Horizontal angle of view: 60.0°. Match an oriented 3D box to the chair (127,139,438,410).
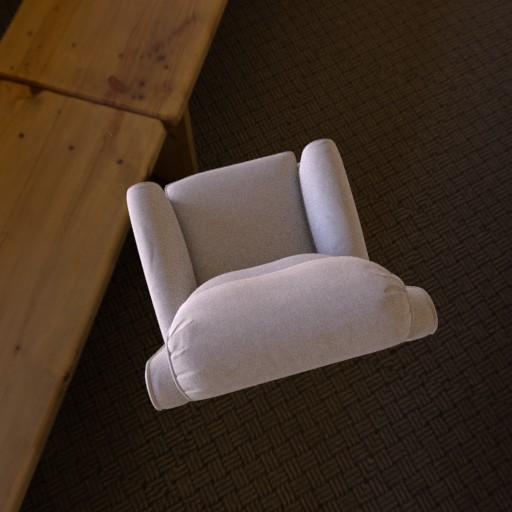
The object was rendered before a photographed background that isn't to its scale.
[{"bbox_3d":[0.000,0.000,1.700,0.859,1.046,0.919,-15,74,-4],"label":"chair"}]
